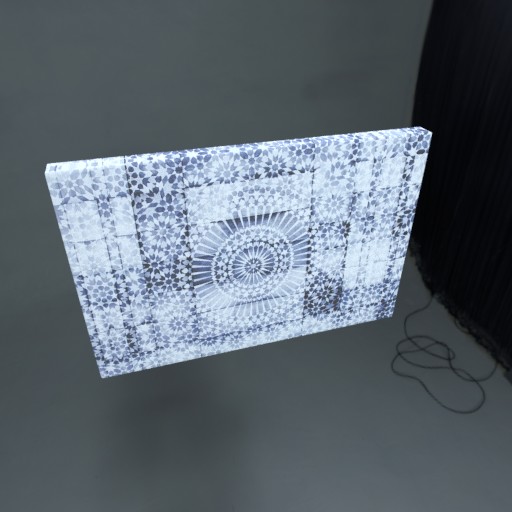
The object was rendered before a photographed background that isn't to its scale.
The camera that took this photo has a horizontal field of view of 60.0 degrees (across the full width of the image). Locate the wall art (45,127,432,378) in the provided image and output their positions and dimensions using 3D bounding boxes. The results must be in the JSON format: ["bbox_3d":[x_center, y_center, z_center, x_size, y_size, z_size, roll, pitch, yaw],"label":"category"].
[{"bbox_3d":[0.000,0.000,1.194,0.911,0.608,0.057,-9,34,-14],"label":"wall art"}]
